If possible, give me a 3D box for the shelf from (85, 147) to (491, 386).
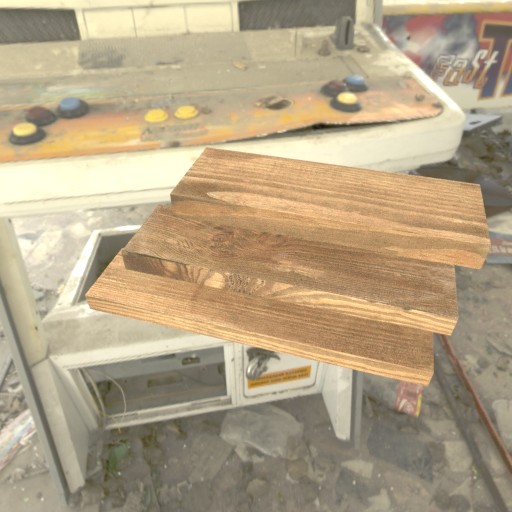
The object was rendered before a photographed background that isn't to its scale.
[{"bbox_3d":[0.000,0.000,0.725,0.610,0.293,0.140,11,42,12],"label":"shelf"}]
